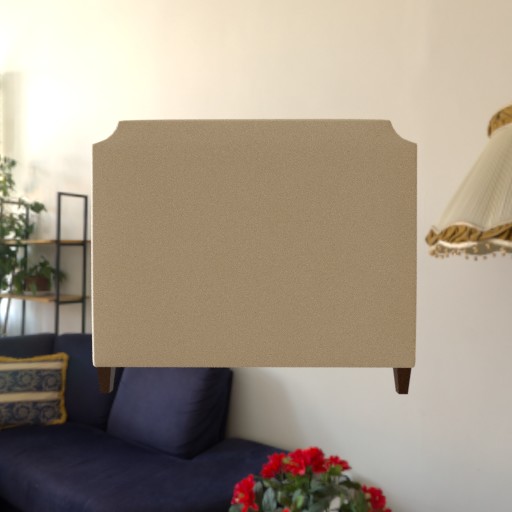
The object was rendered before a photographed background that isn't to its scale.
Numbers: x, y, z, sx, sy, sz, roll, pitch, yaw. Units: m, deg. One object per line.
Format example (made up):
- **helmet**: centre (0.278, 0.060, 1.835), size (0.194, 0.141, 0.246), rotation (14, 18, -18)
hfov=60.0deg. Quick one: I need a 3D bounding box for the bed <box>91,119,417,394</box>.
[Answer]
- **bed**: centre (0.000, 0.000, 3.455), size (1.712, 1.443, 2.365), rotation (0, 0, 1)
